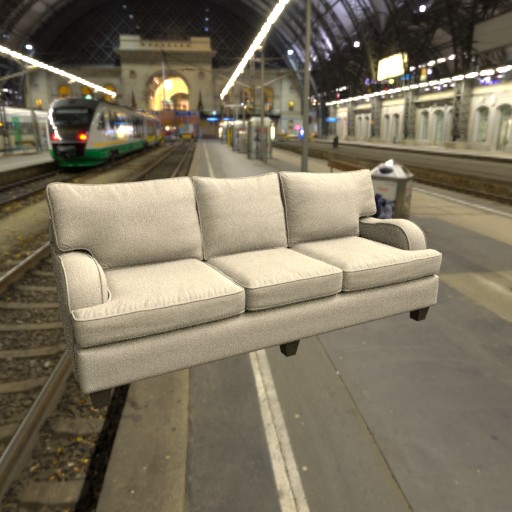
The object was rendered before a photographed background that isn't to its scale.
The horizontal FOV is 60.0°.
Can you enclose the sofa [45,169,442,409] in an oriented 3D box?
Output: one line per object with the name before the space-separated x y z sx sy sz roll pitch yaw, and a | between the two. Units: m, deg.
sofa | 0.000 0.000 2.819 2.323 0.991 1.016 -8 18 -27
